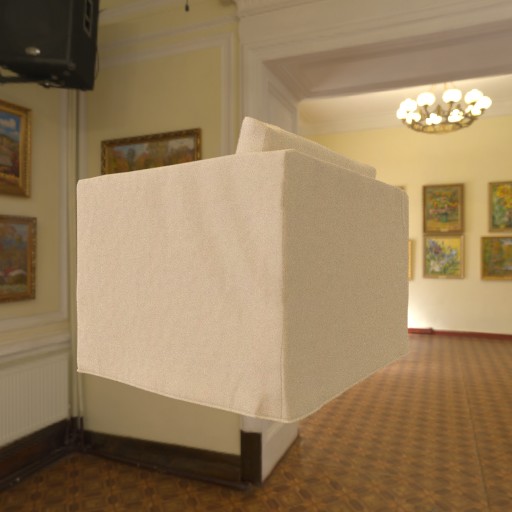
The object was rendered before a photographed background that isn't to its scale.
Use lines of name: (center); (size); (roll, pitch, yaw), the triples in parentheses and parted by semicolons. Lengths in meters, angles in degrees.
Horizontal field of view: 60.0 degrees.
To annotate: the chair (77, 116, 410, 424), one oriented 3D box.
chair: (0.000, 0.000, 1.789); (0.947, 0.851, 1.057); (0, 1, 36)
